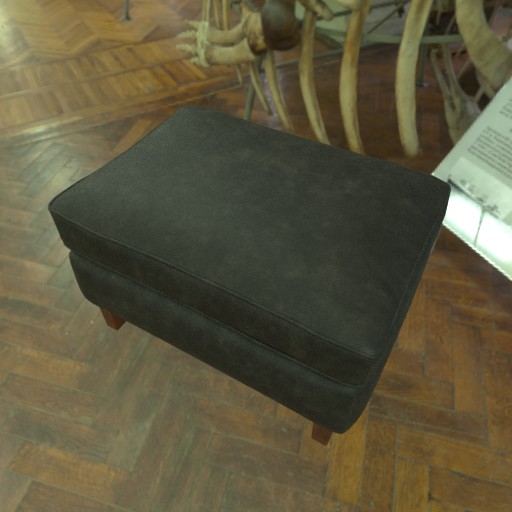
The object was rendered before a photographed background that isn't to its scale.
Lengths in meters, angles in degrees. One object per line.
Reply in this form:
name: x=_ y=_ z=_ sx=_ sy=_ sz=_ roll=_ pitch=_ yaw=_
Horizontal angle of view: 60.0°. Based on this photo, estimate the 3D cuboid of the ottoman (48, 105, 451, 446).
ottoman: x=0.000 y=0.000 z=0.971 sx=0.665 sy=0.413 sz=0.501 roll=23 pitch=51 yaw=20
